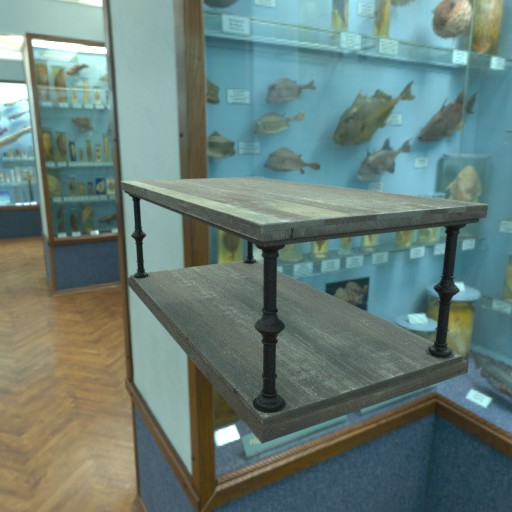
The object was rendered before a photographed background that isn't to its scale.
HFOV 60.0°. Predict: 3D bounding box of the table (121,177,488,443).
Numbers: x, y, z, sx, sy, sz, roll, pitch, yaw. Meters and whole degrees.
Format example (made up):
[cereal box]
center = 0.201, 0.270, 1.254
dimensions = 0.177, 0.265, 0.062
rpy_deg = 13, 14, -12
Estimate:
[table]
center = 0.000, 0.000, 1.341
dimensions = 0.554, 0.399, 1.088
rpy_deg = -7, 15, -27
